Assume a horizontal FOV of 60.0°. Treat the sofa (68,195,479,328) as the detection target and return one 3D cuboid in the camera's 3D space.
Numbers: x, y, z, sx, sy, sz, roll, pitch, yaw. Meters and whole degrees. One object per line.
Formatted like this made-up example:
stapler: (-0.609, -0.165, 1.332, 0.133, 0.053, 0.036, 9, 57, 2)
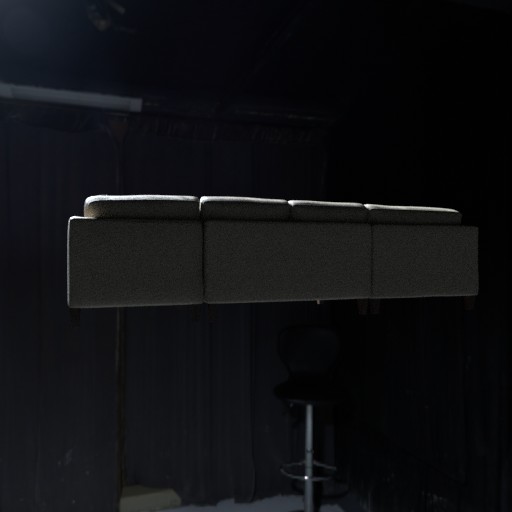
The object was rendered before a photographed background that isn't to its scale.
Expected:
sofa: (0.000, 0.000, 4.683, 3.460, 0.959, 2.593, 0, 0, -17)
